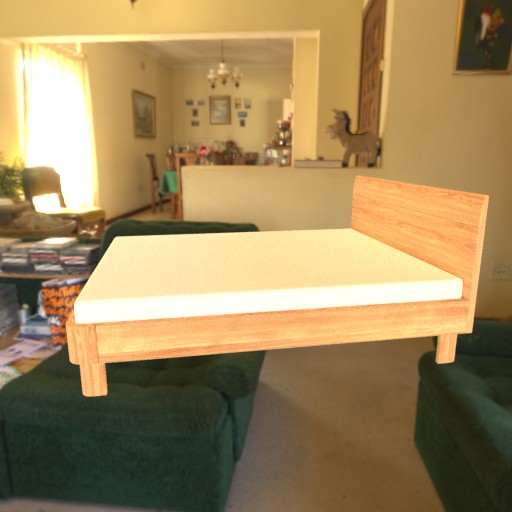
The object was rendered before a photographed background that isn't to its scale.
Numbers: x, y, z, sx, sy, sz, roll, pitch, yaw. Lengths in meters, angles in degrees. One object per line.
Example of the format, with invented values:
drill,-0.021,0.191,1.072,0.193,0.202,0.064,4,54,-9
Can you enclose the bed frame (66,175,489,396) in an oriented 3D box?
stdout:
bed frame,0.000,0.000,2.961,2.092,0.940,1.660,-3,14,-10
